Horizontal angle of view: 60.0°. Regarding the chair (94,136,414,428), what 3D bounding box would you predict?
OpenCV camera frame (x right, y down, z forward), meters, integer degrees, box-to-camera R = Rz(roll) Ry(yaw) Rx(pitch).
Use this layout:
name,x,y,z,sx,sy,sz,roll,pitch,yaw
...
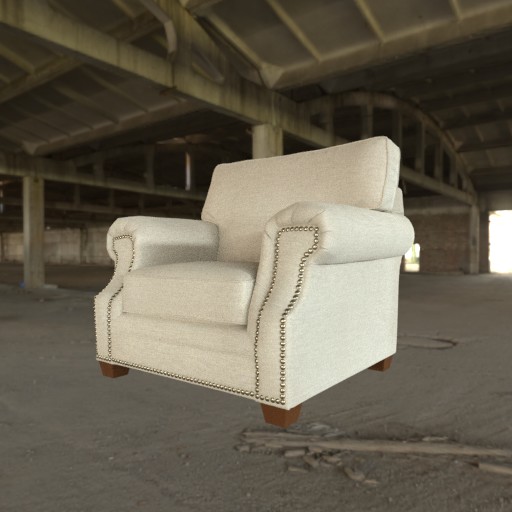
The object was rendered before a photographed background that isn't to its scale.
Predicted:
name,x,y,z,sx,sy,sz,roll,pitch,yaw
chair,0.000,0.000,1.868,1.092,0.961,0.965,1,1,37
